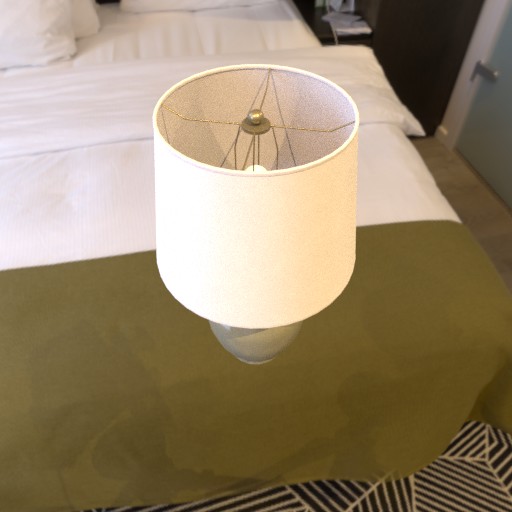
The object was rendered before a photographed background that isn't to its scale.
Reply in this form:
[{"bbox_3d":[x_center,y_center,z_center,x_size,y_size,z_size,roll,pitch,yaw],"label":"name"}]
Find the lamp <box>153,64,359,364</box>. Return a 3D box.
[{"bbox_3d":[0.000,0.000,0.555,0.239,0.399,0.239,0,48,0],"label":"lamp"}]
